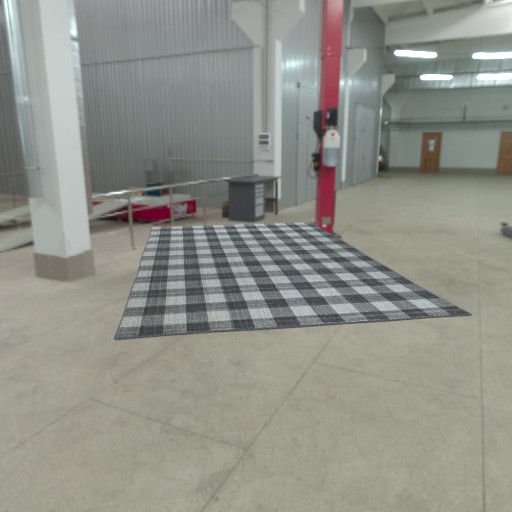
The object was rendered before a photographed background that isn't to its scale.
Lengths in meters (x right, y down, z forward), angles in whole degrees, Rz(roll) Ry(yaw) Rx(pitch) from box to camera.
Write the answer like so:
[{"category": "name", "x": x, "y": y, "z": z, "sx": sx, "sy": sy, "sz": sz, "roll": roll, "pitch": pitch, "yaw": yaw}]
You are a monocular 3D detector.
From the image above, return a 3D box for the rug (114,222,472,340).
[{"category": "rug", "x": 0.000, "y": 0.000, "z": 3.043, "sx": 1.554, "sy": 0.011, "sz": 2.476, "roll": -2, "pitch": 14, "yaw": -9}]
